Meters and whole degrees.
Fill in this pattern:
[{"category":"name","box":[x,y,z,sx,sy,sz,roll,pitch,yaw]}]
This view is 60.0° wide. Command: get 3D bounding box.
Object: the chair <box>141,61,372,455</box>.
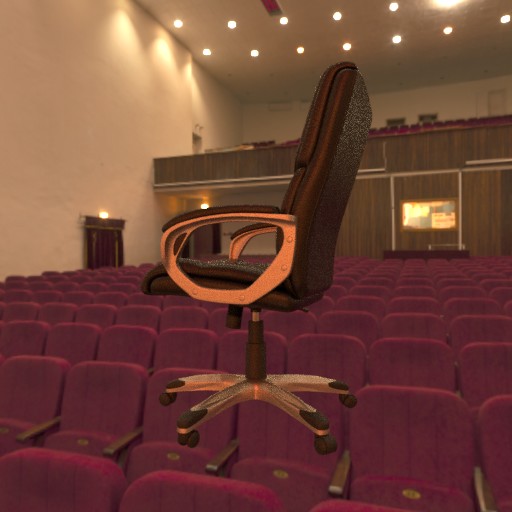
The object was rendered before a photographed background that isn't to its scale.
[{"category":"chair","box":[0.000,0.000,1.589,0.780,1.145,0.700,0,0,20]}]
